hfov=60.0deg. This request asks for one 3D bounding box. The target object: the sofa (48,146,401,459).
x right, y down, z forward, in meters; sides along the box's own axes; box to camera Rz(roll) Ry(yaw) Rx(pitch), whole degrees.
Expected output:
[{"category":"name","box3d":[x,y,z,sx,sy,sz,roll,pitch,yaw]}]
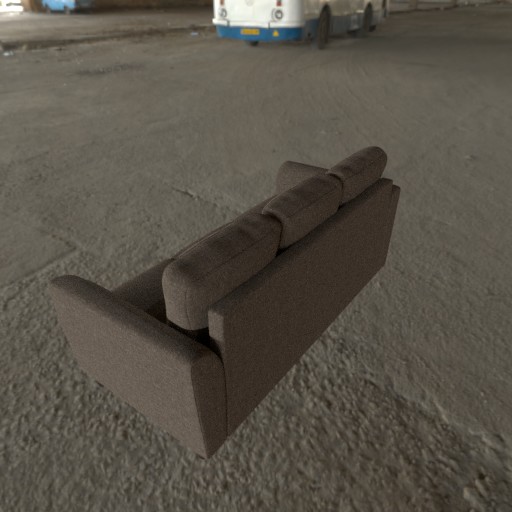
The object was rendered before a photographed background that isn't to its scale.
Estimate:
[{"category":"sofa","box3d":[0.000,0.000,2.346,0.837,0.891,1.847,21,37,30]}]
